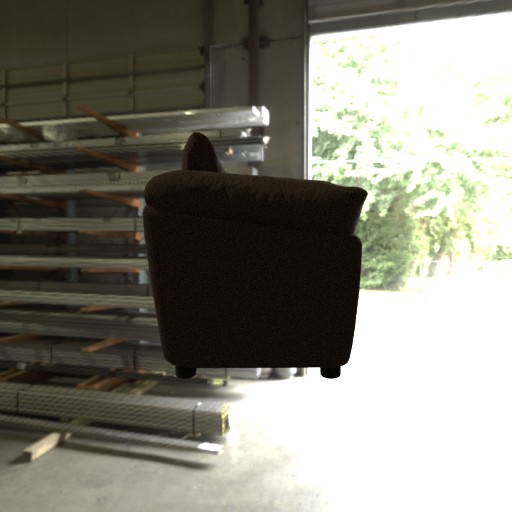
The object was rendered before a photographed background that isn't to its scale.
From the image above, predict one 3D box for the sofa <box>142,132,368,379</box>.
[{"bbox_3d":[0.000,0.000,2.830,0.878,1.015,2.336,0,0,1],"label":"sofa"}]
